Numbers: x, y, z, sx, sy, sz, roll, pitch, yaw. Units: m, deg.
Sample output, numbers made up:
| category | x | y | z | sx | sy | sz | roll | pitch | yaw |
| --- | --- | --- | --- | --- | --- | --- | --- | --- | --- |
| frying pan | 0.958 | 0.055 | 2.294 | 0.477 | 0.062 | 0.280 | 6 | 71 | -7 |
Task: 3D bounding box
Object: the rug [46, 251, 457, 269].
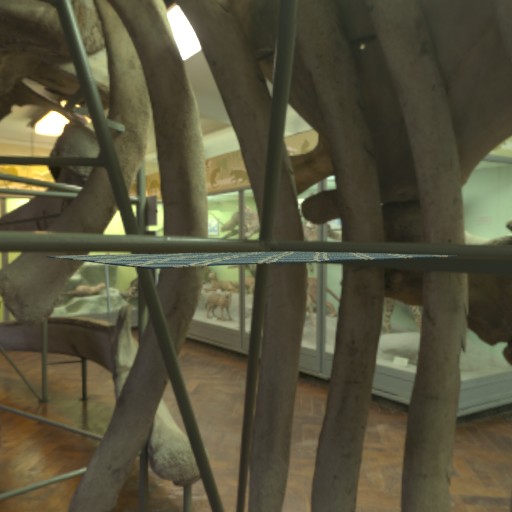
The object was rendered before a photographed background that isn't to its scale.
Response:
| category | x | y | z | sx | sy | sz | roll | pitch | yaw |
| --- | --- | --- | --- | --- | --- | --- | --- | --- | --- |
| rug | 0.000 | 0.000 | 2.795 | 2.135 | 0.013 | 1.524 | -1 | 2 | -38 |
